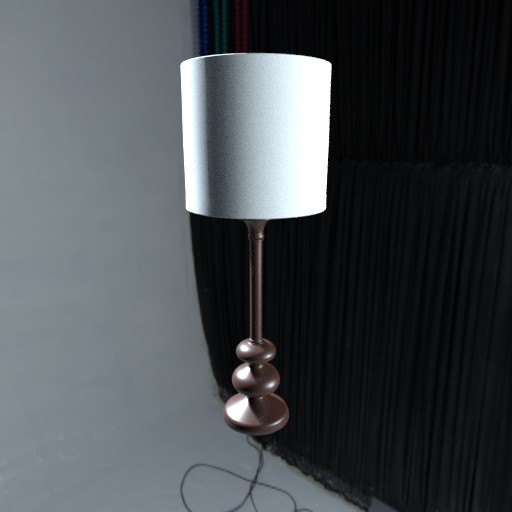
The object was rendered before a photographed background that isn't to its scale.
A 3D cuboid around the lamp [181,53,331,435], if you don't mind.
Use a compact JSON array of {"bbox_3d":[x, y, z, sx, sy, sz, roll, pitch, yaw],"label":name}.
[{"bbox_3d":[0.000,0.000,0.840,0.254,0.690,0.254,14,20,42],"label":"lamp"}]
